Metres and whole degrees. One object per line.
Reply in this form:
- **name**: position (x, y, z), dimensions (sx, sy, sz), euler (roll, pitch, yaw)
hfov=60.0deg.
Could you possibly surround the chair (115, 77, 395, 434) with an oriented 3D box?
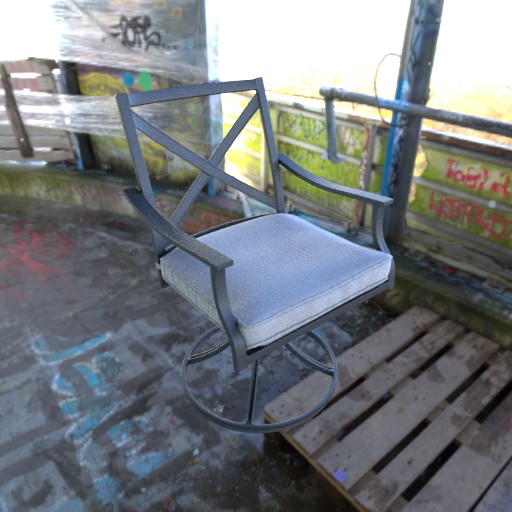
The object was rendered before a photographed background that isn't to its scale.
- **chair**: position (0.000, 0.000, 1.314), dimensions (0.575, 0.889, 0.620), euler (-21, 36, -32)
